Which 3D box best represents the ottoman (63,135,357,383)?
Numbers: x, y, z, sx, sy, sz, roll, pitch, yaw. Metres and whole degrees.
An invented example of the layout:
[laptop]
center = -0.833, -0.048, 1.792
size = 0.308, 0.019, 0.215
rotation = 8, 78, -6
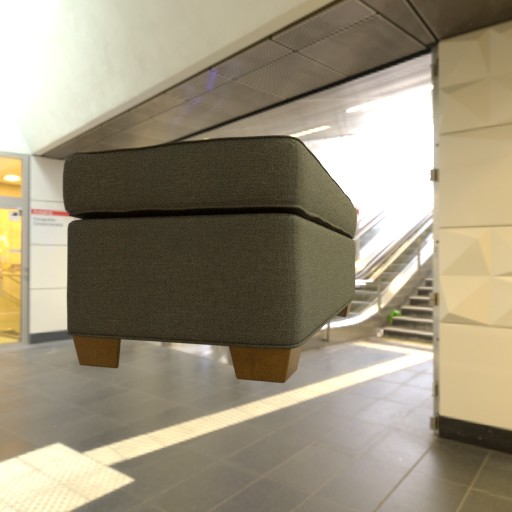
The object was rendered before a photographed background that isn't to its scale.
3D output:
[ottoman]
center = 0.000, 0.000, 1.348
size = 0.515, 0.460, 1.110
rotation = 0, 0, 18
